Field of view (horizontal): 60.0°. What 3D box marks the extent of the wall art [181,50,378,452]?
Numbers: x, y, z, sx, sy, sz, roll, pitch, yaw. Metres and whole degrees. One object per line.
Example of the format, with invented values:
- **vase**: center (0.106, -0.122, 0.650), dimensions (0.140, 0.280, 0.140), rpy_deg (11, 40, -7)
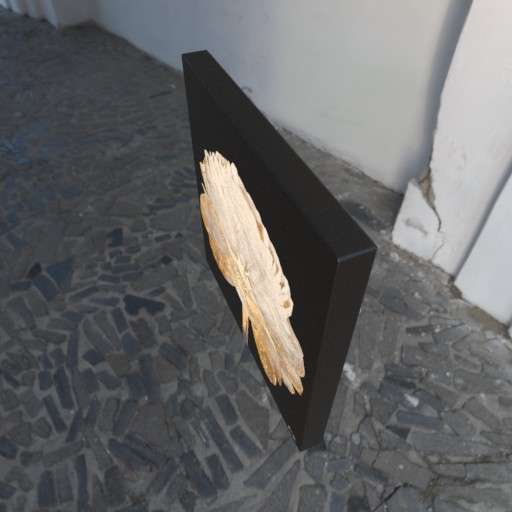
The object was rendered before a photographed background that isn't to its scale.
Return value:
- **wall art**: center (0.000, 0.000, 0.614), dimensions (0.041, 0.407, 0.406), rpy_deg (-18, 49, -16)
